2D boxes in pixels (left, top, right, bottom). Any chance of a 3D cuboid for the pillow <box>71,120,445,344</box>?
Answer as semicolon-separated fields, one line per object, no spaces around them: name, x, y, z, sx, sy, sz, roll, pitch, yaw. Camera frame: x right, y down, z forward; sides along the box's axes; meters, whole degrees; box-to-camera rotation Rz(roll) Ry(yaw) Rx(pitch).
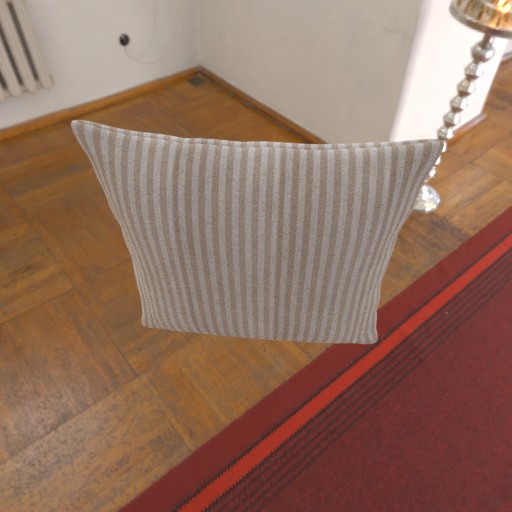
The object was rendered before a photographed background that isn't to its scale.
pillow;0.000;0.000;0.794;0.523;0.510;0.166;4;47;4
